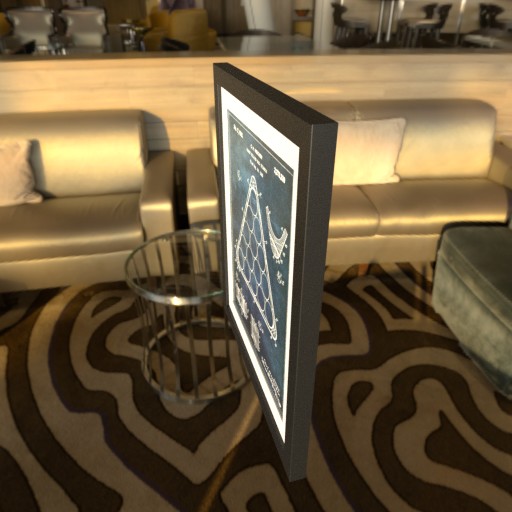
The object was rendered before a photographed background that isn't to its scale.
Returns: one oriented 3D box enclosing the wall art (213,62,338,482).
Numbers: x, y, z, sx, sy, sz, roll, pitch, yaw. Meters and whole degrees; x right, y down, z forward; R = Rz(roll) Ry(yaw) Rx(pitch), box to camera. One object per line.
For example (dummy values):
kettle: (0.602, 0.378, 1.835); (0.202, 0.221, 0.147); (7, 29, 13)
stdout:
wall art: (0.000, 0.000, 0.692); (0.025, 0.508, 0.432); (-8, 31, -14)
